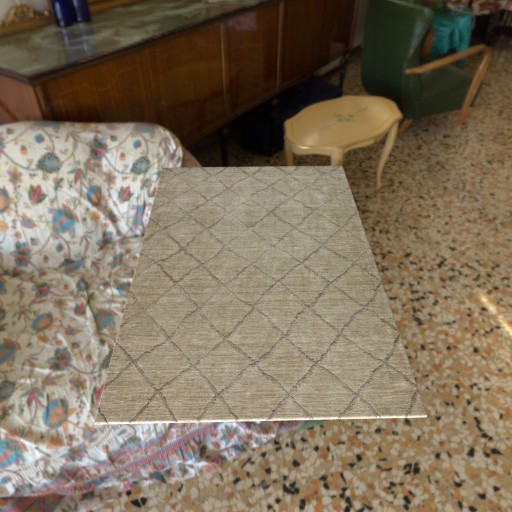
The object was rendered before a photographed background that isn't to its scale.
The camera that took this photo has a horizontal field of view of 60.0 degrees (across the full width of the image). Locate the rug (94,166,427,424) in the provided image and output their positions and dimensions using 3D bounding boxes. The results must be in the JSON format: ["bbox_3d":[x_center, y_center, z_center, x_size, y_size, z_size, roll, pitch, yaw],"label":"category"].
[{"bbox_3d":[0.000,0.000,2.880,1.521,0.015,2.280,-1,41,-1],"label":"rug"}]
